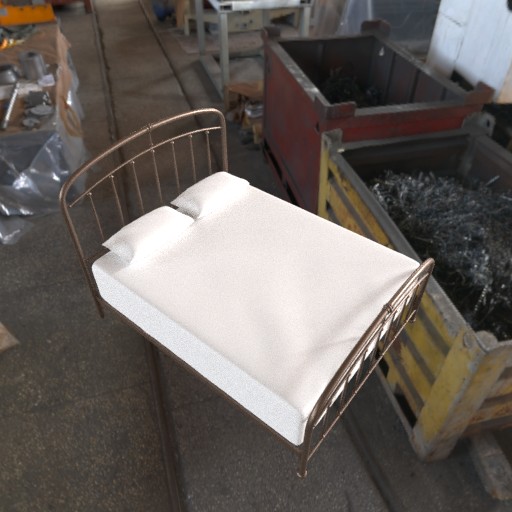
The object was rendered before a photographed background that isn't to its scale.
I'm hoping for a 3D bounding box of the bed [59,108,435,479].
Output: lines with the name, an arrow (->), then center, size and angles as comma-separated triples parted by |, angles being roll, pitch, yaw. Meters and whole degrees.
bed -> 0.000, 0.000, 3.346 | 2.168, 1.475, 1.711 | 29, 49, 28
